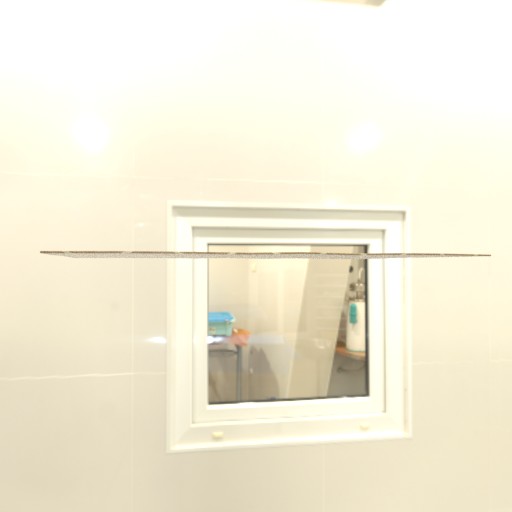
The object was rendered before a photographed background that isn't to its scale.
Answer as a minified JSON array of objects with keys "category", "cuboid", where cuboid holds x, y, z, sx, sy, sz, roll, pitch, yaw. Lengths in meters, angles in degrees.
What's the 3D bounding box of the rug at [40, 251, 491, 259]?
[{"category":"rug","cuboid":[0.000,0.000,2.169,1.761,0.013,1.152,0,-1,-17]}]
